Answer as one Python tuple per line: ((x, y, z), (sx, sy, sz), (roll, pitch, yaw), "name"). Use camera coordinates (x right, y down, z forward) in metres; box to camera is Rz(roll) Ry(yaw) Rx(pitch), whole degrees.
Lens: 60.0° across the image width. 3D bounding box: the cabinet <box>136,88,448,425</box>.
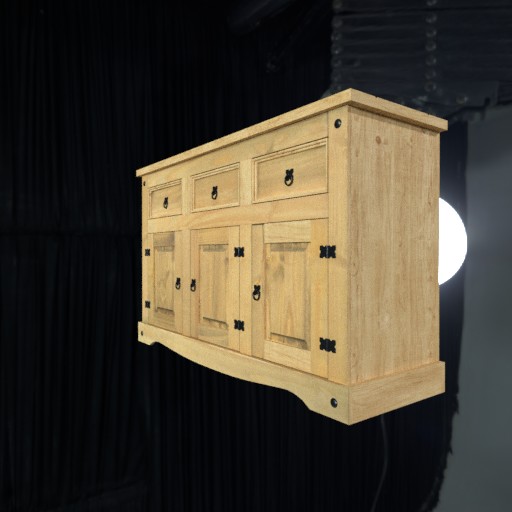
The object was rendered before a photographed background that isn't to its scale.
((0.000, 0.000, 1.719), (0.432, 0.810, 1.321), (0, 0, -37), "cabinet")
